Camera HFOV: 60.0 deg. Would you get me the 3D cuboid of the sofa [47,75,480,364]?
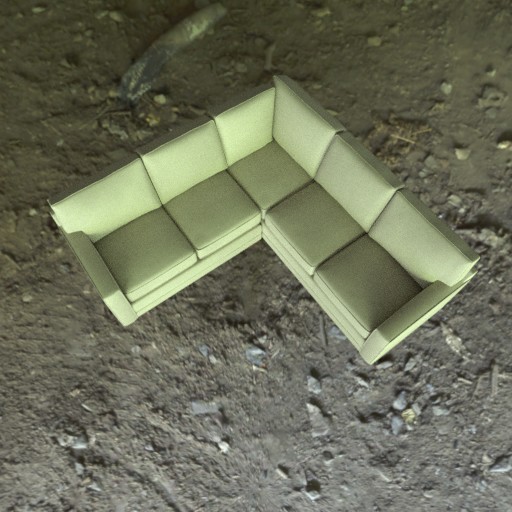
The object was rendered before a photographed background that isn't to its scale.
[{"bbox_3d":[0.000,0.000,3.331,2.182,0.939,2.189,-33,67,-16],"label":"sofa"}]
